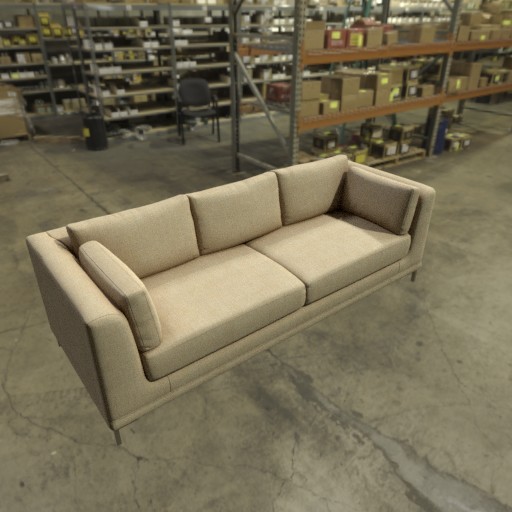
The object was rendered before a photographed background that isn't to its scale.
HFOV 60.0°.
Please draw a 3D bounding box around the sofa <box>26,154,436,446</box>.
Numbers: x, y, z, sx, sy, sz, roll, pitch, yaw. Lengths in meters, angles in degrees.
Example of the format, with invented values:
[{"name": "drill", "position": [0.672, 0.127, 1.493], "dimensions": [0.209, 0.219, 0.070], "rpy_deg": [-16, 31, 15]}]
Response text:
[{"name": "sofa", "position": [0.000, 0.000, 2.857], "dimensions": [2.415, 0.867, 0.969], "rpy_deg": [-21, 35, -32]}]
